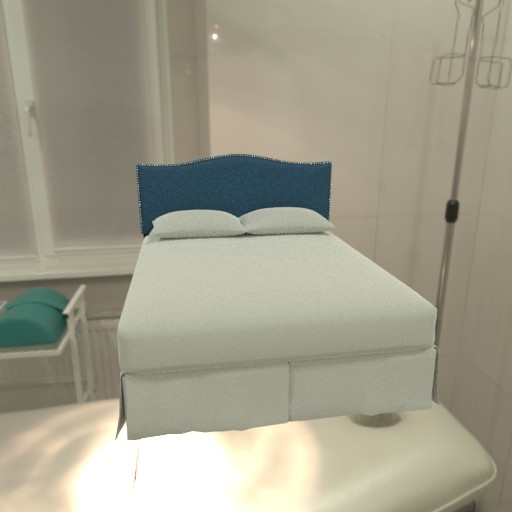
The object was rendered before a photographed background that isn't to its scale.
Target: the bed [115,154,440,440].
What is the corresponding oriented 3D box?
[{"bbox_3d":[0.000,0.000,2.837,1.610,1.169,1.872,-3,17,-9],"label":"bed"}]
